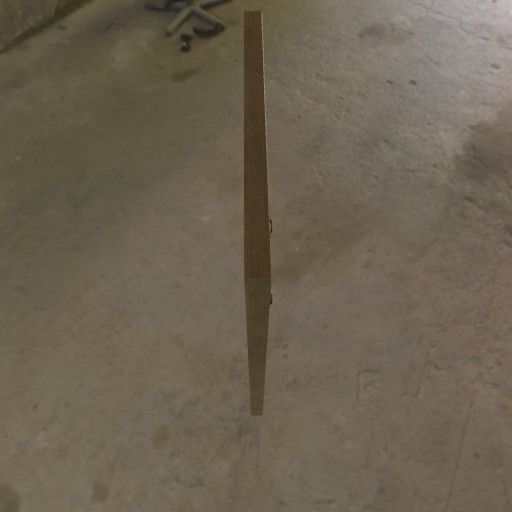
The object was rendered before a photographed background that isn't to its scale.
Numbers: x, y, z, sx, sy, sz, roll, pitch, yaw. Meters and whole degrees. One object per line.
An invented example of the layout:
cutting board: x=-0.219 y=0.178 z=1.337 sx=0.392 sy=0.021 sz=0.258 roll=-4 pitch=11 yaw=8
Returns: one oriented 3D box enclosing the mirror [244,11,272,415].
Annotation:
mirror: x=0.000 y=0.000 z=1.134 sx=0.041 sy=0.915 sz=0.609 roll=-1 pitch=60 yaw=0
